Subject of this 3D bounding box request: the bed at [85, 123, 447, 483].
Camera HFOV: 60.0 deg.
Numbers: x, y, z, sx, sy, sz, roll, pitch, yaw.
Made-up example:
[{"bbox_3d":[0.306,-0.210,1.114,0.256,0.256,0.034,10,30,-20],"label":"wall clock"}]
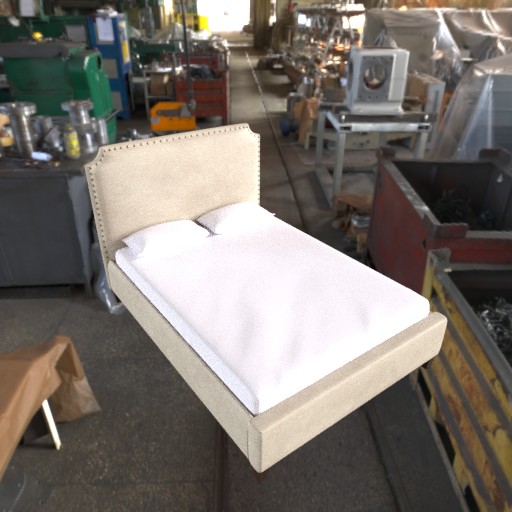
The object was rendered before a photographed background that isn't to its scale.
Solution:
[{"bbox_3d":[0.000,0.000,3.438,1.712,1.443,2.372,-20,35,-31],"label":"bed"}]
